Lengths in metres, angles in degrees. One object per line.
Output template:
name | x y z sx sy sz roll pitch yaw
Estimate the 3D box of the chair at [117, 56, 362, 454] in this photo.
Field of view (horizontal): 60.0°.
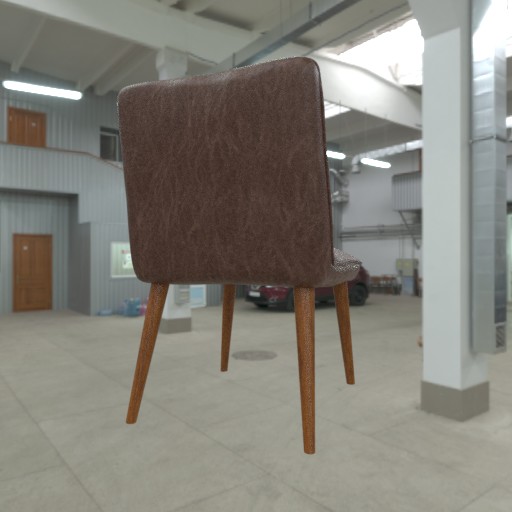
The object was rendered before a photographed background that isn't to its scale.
chair | 0.000 0.000 1.223 0.543 0.803 0.645 0 0 17
